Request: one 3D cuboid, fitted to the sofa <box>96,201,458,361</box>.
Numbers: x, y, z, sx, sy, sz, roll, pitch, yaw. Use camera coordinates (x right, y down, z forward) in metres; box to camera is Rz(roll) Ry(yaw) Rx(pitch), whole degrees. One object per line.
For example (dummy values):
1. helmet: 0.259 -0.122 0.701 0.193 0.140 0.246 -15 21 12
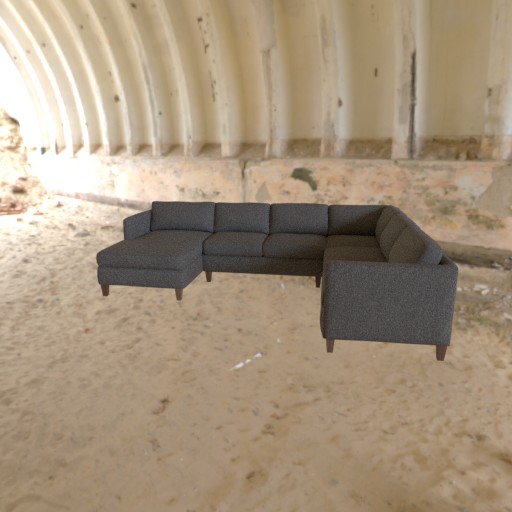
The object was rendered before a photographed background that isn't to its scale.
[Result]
1. sofa: 0.000 0.000 4.497 3.238 0.853 2.551 2 14 9
